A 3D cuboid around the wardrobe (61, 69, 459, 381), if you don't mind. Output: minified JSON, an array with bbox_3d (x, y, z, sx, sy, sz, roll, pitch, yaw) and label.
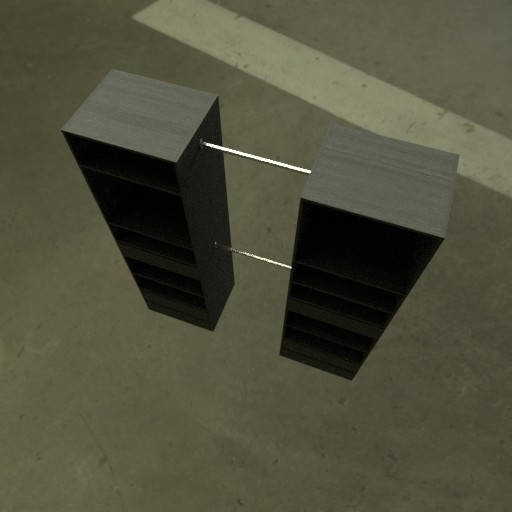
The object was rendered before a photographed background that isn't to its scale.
[{"bbox_3d":[0.000,0.000,2.883,1.770,2.000,0.480,17,60,10],"label":"wardrobe"}]
